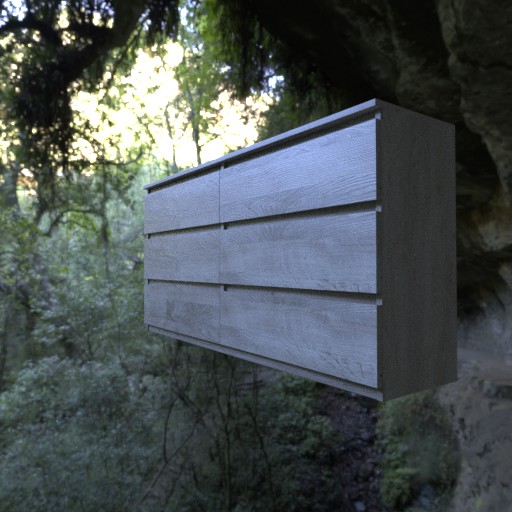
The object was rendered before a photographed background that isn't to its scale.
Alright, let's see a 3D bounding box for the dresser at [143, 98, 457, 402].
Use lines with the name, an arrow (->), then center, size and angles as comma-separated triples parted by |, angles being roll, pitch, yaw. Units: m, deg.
dresser -> 0.000, 0.000, 1.905 | 0.390, 0.795, 1.590 | 1, -1, -36
